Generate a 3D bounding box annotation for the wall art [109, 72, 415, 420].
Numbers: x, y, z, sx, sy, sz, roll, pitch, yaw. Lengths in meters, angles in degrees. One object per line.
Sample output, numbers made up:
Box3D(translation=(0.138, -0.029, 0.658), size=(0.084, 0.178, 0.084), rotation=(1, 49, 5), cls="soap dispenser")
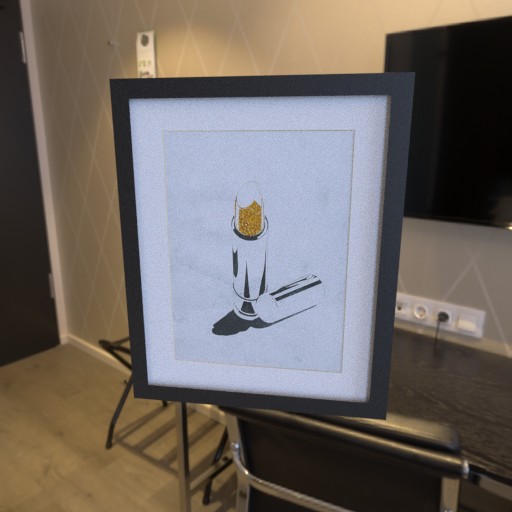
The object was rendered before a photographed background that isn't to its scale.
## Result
Box3D(translation=(0.000, 0.000, 0.740), size=(0.457, 0.559, 0.029), rotation=(2, 15, 8), cls="wall art")
